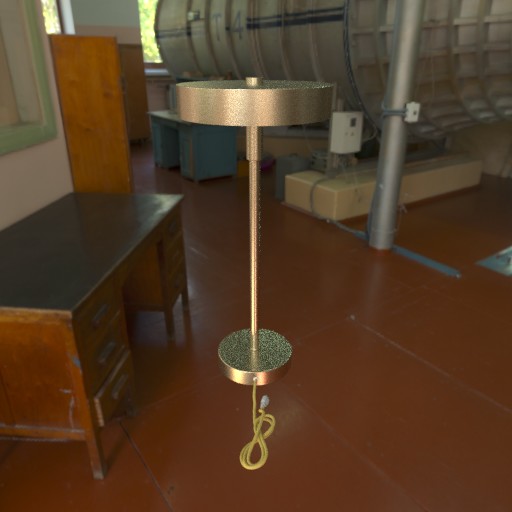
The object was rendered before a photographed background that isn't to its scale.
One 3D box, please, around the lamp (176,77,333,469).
[{"bbox_3d":[0.000,0.000,0.686,0.229,0.508,0.369,-1,24,-1],"label":"lamp"}]
